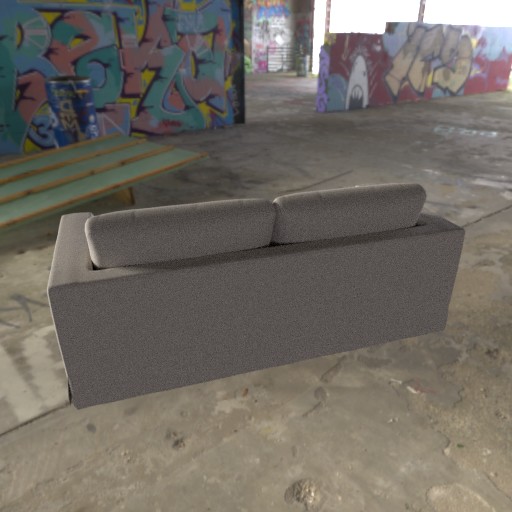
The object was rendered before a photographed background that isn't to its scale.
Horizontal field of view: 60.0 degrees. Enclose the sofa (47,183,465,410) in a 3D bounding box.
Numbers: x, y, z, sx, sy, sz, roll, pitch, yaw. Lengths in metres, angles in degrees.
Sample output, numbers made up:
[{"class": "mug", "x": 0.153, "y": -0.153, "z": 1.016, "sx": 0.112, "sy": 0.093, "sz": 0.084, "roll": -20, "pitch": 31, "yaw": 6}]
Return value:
[{"class": "sofa", "x": 0.000, "y": 0.000, "z": 2.622, "sx": 2.163, "sy": 0.881, "sz": 0.954, "roll": -8, "pitch": 27, "yaw": -16}]
